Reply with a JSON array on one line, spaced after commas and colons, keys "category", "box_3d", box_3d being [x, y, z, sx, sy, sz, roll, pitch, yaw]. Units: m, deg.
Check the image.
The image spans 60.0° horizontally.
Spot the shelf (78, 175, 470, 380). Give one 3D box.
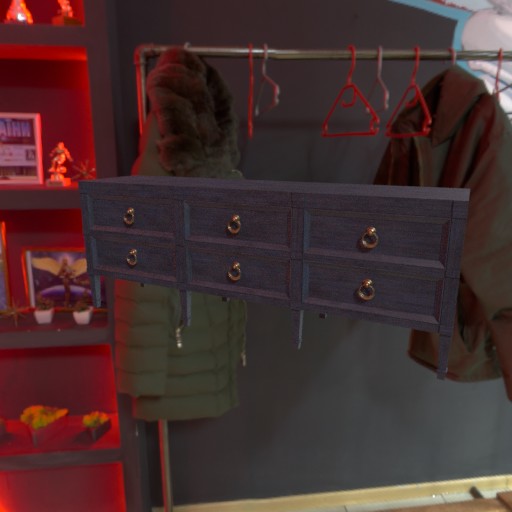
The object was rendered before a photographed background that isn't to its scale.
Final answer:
[{"category": "shelf", "box_3d": [0.000, 0.000, 2.241, 1.878, 0.715, 0.471, 7, 16, 25]}]
